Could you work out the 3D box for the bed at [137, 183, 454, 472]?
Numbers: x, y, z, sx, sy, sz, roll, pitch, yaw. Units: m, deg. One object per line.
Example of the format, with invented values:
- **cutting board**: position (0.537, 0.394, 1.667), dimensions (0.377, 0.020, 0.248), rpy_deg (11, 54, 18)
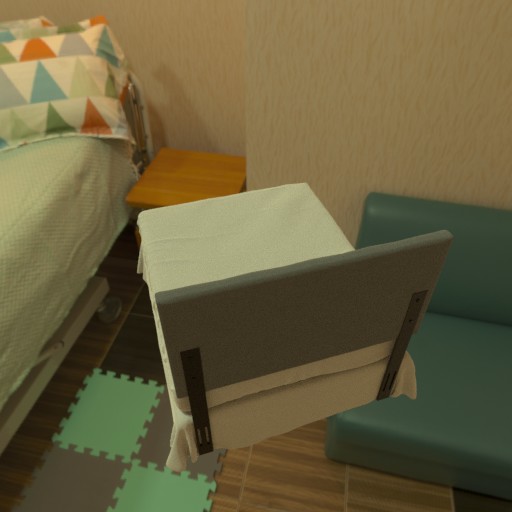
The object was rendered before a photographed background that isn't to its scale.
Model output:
- **bed**: position (0.000, 0.000, 3.467), dimensions (1.936, 1.577, 2.222), rpy_deg (-12, 43, -13)
